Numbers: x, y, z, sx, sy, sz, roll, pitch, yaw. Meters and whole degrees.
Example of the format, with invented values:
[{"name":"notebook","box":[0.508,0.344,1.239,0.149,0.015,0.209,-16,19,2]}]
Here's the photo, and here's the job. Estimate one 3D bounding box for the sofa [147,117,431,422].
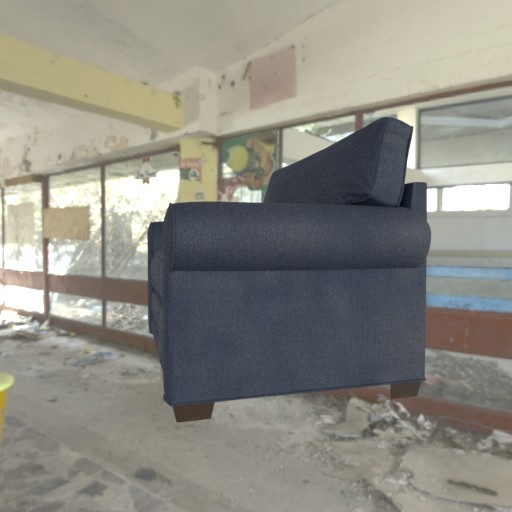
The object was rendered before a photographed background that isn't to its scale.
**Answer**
[{"name":"sofa","box":[0.000,0.000,2.063,0.938,1.004,1.405,0,2,-16]}]
